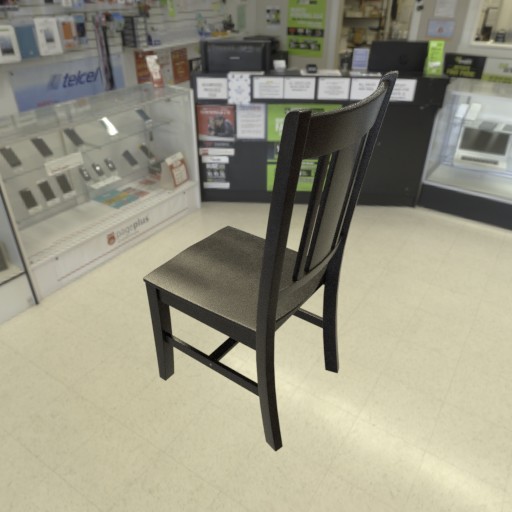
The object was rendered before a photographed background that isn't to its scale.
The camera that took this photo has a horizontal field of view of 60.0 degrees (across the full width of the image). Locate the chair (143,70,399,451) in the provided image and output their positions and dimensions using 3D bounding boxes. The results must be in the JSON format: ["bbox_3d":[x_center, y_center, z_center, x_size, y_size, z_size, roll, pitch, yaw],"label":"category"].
[{"bbox_3d":[0.000,0.000,1.288,0.555,0.998,0.450,21,38,30],"label":"chair"}]
